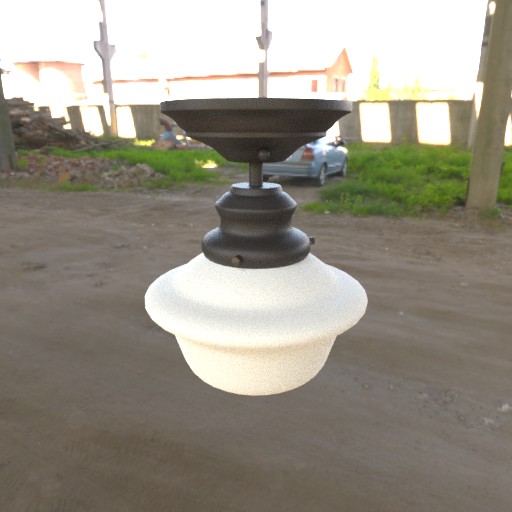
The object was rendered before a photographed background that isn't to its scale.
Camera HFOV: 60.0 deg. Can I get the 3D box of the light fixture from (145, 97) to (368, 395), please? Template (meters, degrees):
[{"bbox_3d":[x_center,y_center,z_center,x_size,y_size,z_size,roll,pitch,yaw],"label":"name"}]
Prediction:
[{"bbox_3d":[0.000,0.000,0.389,0.197,0.254,0.197,0,16,0],"label":"light fixture"}]
